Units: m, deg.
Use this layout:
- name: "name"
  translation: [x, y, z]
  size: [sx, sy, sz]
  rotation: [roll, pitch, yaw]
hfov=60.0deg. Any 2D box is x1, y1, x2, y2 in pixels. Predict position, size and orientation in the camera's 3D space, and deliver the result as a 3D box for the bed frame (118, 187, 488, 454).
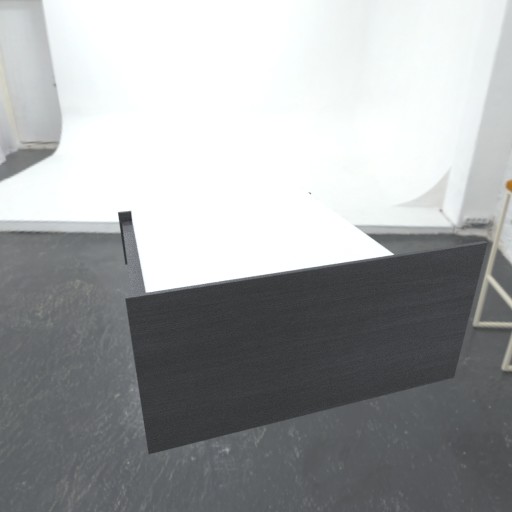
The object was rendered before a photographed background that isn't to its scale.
- name: "bed frame"
  translation: [0.000, 0.000, 2.840]
  size: [1.622, 0.800, 1.960]
  rotation: [-8, 27, -16]
